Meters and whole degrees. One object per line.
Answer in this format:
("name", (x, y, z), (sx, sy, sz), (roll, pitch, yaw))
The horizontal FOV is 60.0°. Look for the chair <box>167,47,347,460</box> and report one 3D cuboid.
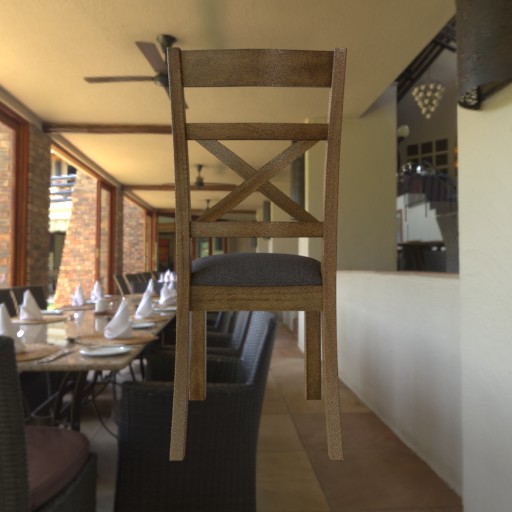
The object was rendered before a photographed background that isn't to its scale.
("chair", (0.000, 0.000, 1.269), (0.470, 0.949, 0.581), (0, -2, -1))
